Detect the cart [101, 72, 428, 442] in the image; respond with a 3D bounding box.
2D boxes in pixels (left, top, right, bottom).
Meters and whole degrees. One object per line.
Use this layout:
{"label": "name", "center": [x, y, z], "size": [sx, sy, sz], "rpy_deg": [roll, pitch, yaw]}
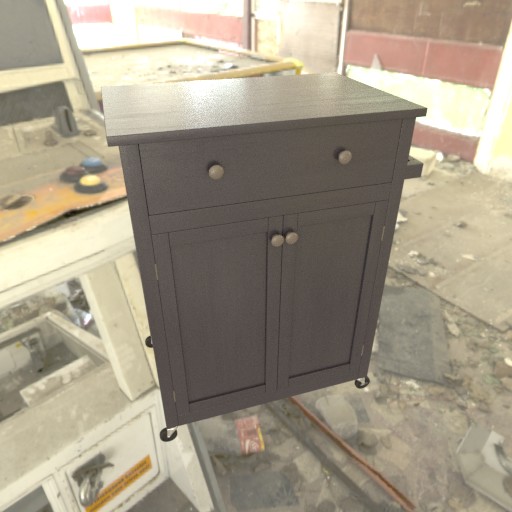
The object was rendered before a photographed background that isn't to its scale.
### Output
{"label": "cart", "center": [0.000, 0.000, 1.267], "size": [0.690, 0.878, 0.449], "rpy_deg": [-10, 33, -15]}
